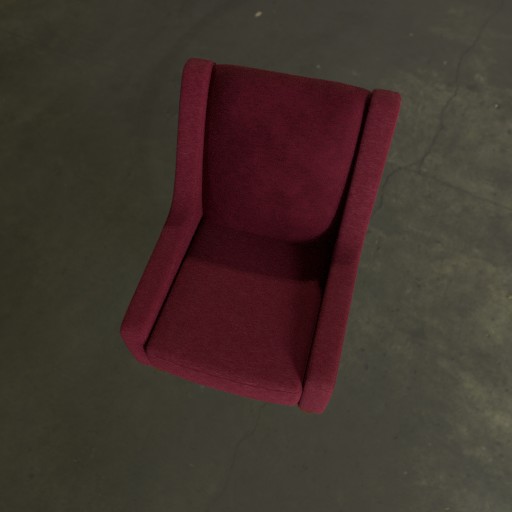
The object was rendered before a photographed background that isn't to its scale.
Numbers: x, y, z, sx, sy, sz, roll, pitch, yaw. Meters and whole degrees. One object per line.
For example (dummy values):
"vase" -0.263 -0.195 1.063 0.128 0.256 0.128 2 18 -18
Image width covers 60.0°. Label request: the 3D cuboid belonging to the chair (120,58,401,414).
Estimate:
"chair" 0.000 0.000 1.740 0.793 1.017 0.985 13 57 9
